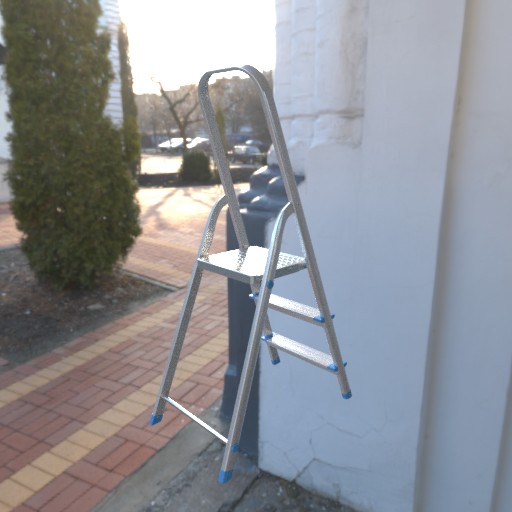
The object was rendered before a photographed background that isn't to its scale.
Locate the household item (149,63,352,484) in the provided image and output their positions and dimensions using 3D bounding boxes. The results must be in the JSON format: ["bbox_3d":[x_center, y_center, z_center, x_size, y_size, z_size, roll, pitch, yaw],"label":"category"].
[{"bbox_3d":[0.000,0.000,1.553,0.687,1.215,0.420,-14,20,-43],"label":"household item"}]
